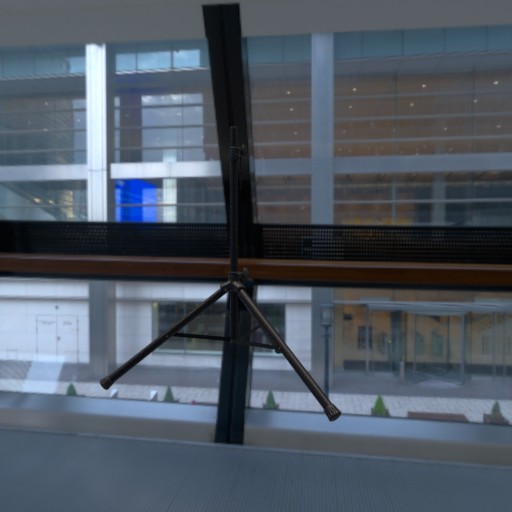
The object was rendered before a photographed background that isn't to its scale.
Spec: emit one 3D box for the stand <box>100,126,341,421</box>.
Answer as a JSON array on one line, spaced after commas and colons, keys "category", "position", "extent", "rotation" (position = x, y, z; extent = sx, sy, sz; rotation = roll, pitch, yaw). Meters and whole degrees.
[{"category": "stand", "position": [0.000, 0.000, 1.861], "extent": [1.045, 1.136, 0.907], "rotation": [-1, 2, -38]}]
